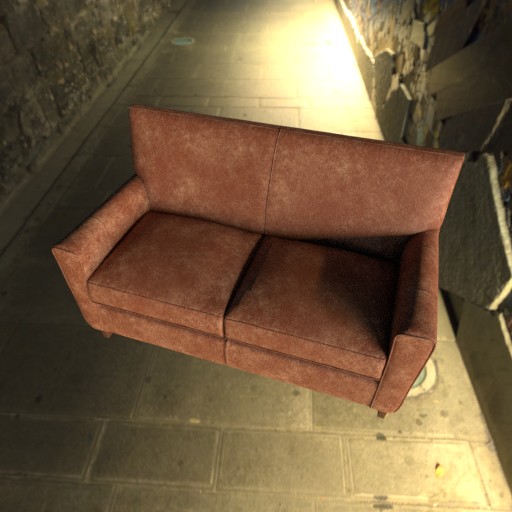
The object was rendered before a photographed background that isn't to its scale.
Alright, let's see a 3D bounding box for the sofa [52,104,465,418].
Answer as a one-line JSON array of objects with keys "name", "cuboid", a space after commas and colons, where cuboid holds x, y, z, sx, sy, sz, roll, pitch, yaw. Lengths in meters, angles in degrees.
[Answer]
[{"name": "sofa", "cuboid": [0.000, 0.000, 1.931, 1.473, 0.871, 0.787, 13, 43, 14]}]
